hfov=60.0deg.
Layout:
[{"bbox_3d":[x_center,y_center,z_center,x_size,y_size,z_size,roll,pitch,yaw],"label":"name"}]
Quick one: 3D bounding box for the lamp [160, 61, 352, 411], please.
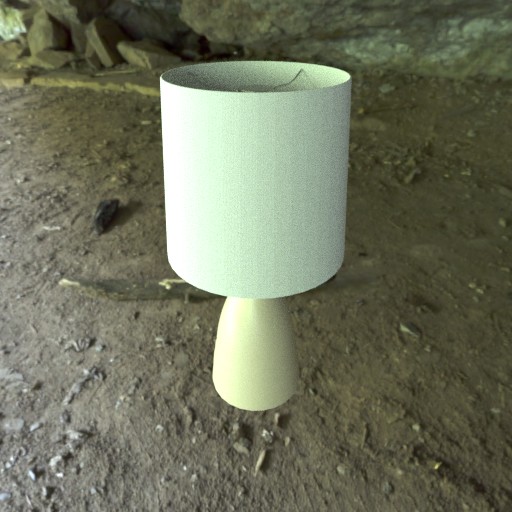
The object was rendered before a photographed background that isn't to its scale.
[{"bbox_3d":[0.000,0.000,0.481,0.186,0.369,0.186,0,31,0],"label":"lamp"}]
